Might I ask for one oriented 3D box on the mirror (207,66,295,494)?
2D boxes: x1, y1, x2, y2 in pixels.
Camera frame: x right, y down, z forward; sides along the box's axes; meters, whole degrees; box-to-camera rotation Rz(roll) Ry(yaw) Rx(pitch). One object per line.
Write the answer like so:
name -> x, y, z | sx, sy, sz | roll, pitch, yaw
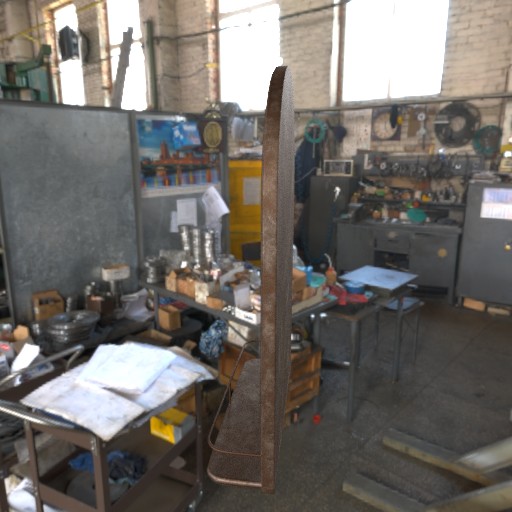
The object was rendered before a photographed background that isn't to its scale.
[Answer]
mirror -> 0.000, 0.000, 0.975 | 0.137, 0.770, 0.510 | 2, 13, 8
